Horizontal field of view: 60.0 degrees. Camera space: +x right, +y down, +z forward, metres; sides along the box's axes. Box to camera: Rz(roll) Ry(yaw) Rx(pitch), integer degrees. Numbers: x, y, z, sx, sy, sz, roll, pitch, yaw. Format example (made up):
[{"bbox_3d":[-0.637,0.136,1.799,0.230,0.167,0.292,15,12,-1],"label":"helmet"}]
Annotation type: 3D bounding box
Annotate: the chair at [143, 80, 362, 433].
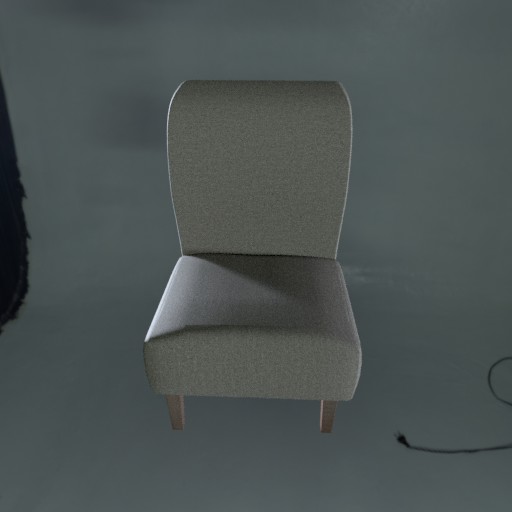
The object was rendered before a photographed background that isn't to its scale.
[{"bbox_3d":[0.000,0.000,1.191,0.513,0.804,0.592,1,30,1],"label":"chair"}]
